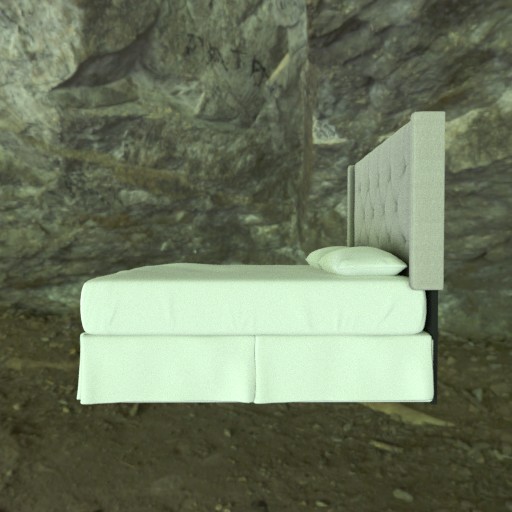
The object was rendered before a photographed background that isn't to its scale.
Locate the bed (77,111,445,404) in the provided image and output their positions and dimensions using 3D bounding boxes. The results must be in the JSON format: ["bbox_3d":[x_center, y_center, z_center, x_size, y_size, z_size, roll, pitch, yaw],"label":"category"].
[{"bbox_3d":[0.000,0.000,3.286,2.066,1.665,1.719,0,1,0],"label":"bed"}]
